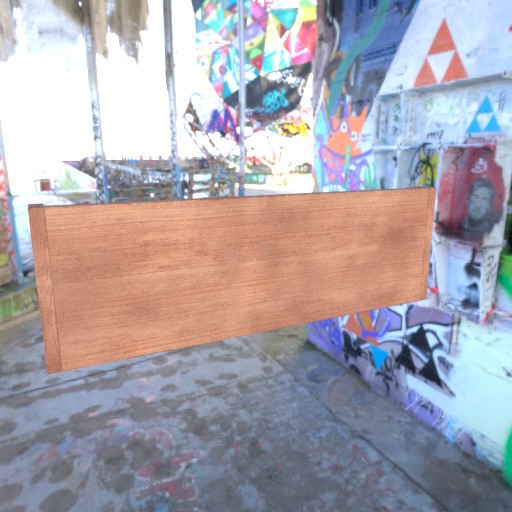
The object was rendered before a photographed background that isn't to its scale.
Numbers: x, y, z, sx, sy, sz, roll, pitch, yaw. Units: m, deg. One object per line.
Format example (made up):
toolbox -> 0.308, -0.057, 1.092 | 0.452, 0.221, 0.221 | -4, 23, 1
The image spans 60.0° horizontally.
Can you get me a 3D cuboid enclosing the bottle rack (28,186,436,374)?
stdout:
bottle rack -> 0.000, 0.000, 0.684 | 0.608, 0.196, 0.126 | -7, 15, -26
